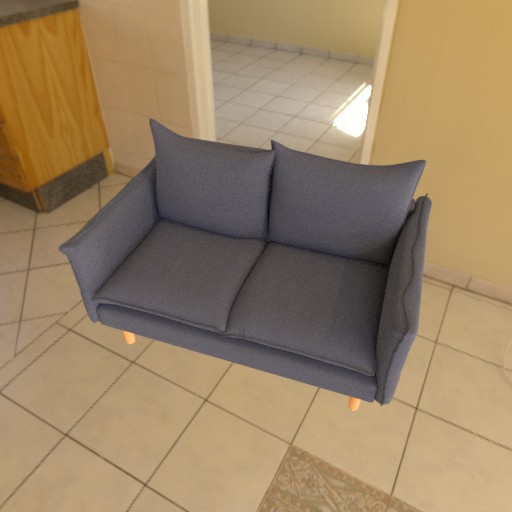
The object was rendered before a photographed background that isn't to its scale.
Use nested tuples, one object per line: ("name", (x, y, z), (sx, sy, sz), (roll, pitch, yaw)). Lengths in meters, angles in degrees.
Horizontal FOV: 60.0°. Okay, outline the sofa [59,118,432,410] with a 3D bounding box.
("sofa", (0.000, 0.000, 1.852), (1.300, 0.840, 0.820), (13, 42, 14))
